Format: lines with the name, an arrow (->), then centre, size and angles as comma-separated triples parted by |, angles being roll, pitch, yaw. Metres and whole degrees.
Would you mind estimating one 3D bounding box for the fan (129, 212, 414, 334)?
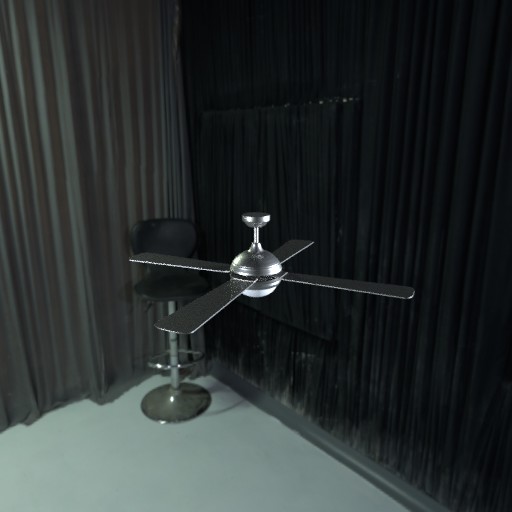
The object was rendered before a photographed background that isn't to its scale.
fan -> 0.000, 0.000, 2.024 | 1.321, 0.381, 1.321 | 15, 21, 43
